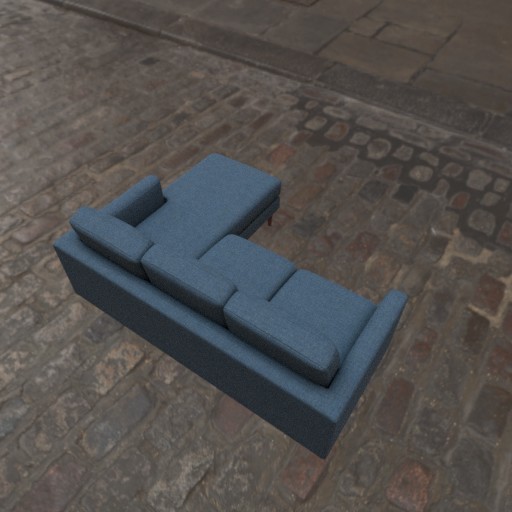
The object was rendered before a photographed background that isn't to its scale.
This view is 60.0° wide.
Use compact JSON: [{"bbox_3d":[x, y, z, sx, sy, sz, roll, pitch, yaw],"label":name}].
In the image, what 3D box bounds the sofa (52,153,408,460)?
[{"bbox_3d":[0.000,0.000,3.067,2.055,0.957,1.667,27,52,23],"label":"sofa"}]
